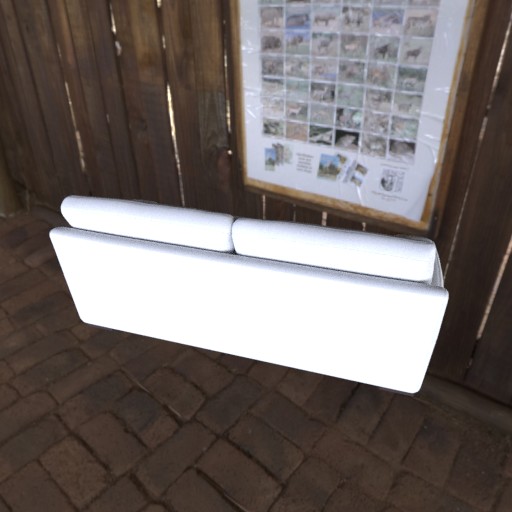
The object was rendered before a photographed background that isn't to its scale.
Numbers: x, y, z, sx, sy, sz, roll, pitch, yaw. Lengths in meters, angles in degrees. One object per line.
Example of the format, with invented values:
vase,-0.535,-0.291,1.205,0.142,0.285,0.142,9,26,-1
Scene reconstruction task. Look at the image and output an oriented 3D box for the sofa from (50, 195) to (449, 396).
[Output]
sofa,0.000,0.000,2.900,2.261,0.940,1.143,9,33,14
